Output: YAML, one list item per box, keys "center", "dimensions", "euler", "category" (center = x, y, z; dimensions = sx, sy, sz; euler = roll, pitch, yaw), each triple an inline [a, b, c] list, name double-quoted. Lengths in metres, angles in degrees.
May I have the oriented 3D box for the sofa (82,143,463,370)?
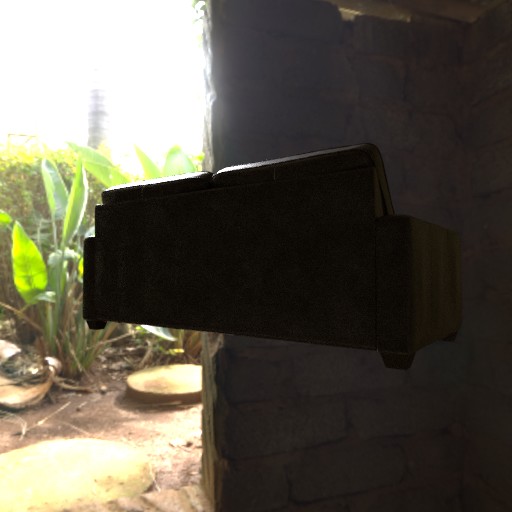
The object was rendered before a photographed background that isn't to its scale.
- center: [0.000, 0.000, 2.603]
  dimensions: [2.081, 0.916, 0.939]
  euler: [-1, -2, 35]
  category: "sofa"
